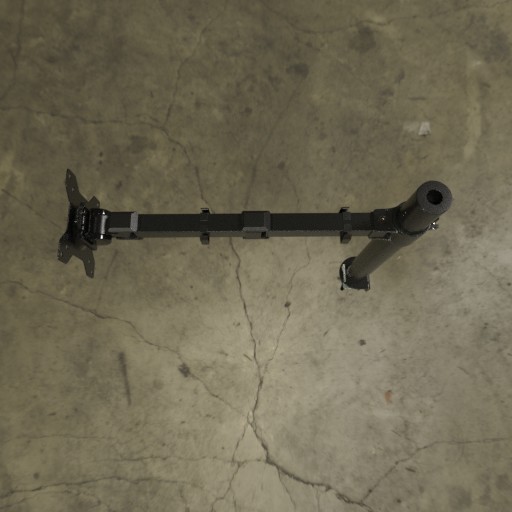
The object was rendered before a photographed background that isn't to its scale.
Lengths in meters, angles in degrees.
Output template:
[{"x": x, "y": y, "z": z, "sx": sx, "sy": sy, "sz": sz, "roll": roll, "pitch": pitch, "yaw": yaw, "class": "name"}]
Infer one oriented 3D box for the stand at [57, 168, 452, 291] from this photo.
[{"x": 0.000, "y": 0.000, "z": 0.729, "sx": 0.456, "sy": 0.510, "sz": 0.115, "roll": 0, "pitch": 76, "yaw": 0, "class": "stand"}]
